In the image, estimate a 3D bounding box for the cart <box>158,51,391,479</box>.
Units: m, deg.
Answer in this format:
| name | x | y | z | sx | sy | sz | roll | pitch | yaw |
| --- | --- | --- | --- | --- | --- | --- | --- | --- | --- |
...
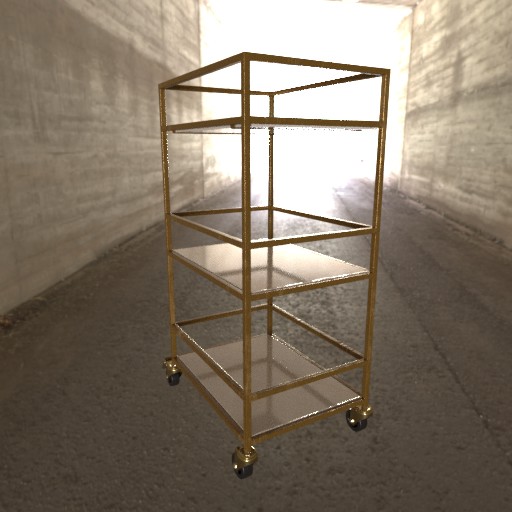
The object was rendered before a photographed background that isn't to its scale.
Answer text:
| name | x | y | z | sx | sy | sz | roll | pitch | yaw |
| --- | --- | --- | --- | --- | --- | --- | --- | --- | --- |
| cart | 0.000 | 0.000 | 1.014 | 0.332 | 0.761 | 0.483 | -8 | 16 | -29 |
